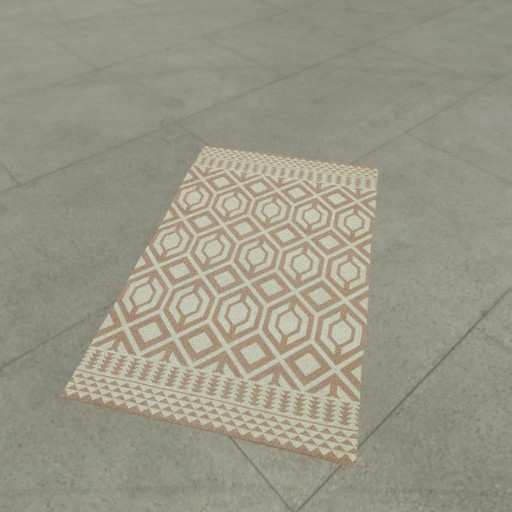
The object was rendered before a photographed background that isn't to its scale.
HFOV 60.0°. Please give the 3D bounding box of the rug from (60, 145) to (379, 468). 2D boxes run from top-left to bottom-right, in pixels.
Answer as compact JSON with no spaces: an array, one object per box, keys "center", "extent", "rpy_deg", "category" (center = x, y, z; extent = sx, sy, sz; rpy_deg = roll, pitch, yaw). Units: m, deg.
[{"center":[0.000,0.000,2.992],"extent":[1.526,0.011,2.435],"rpy_deg":[10,47,9],"category":"rug"}]
